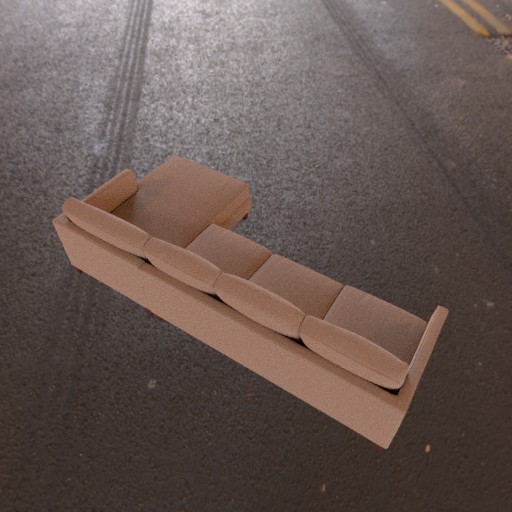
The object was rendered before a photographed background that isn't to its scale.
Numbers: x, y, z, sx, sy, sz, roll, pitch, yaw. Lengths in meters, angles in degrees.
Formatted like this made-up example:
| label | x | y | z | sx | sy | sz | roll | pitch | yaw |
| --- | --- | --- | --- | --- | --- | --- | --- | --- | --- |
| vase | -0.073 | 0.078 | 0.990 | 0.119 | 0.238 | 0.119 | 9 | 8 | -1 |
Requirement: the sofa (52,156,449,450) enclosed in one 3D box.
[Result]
| label | x | y | z | sx | sy | sz | roll | pitch | yaw |
| --- | --- | --- | --- | --- | --- | --- | --- | --- | --- |
| sofa | 0.000 | 0.000 | 3.875 | 3.186 | 0.861 | 1.625 | 25 | 52 | 22 |
